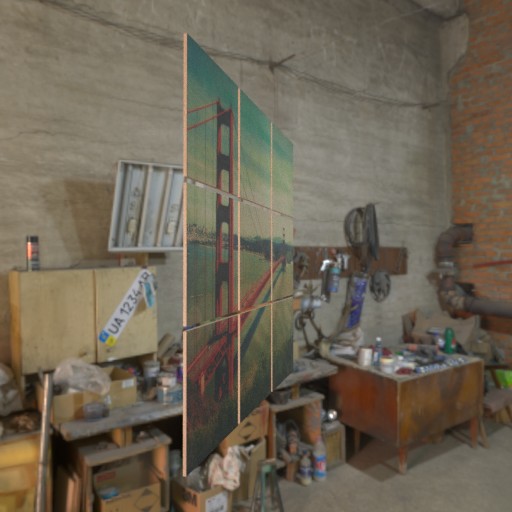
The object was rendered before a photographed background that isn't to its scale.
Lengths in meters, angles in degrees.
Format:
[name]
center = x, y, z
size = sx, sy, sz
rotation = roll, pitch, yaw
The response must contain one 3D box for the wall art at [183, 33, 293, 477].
[wall art]
center = 0.000, 0.000, 2.226
size = 0.014, 1.507, 1.519
rotation = 0, -1, 19
